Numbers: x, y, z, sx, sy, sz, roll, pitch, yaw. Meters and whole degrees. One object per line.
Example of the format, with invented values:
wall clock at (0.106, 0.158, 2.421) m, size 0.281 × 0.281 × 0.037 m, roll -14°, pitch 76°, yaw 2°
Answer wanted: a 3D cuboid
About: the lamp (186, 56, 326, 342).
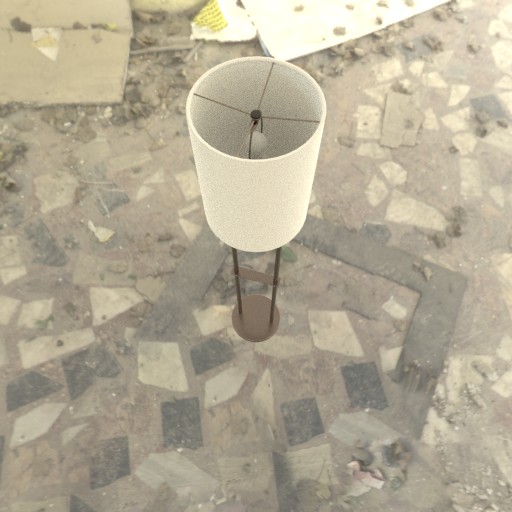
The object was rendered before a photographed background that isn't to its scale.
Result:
lamp at (0.000, 0.000, 1.638) m, size 0.306 × 1.500 × 0.305 m, roll 15°, pitch 65°, yaw 7°
